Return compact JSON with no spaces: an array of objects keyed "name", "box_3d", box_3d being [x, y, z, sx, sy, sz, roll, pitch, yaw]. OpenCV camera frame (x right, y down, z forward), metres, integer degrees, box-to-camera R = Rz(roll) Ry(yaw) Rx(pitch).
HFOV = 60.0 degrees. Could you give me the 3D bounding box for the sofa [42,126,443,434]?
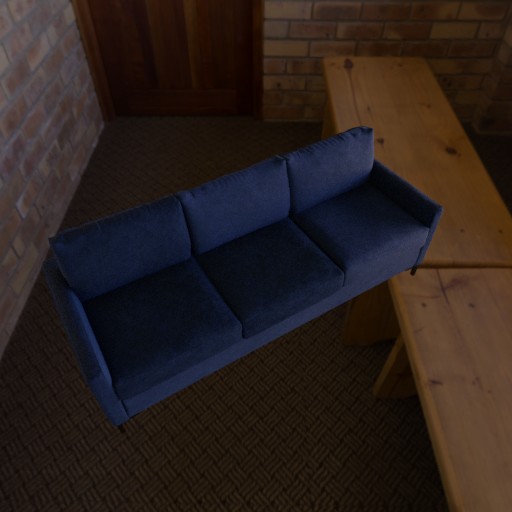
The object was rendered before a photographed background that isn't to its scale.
[{"name":"sofa","box_3d":[0.000,0.000,2.691,2.252,0.879,0.875,-24,51,-21]}]
